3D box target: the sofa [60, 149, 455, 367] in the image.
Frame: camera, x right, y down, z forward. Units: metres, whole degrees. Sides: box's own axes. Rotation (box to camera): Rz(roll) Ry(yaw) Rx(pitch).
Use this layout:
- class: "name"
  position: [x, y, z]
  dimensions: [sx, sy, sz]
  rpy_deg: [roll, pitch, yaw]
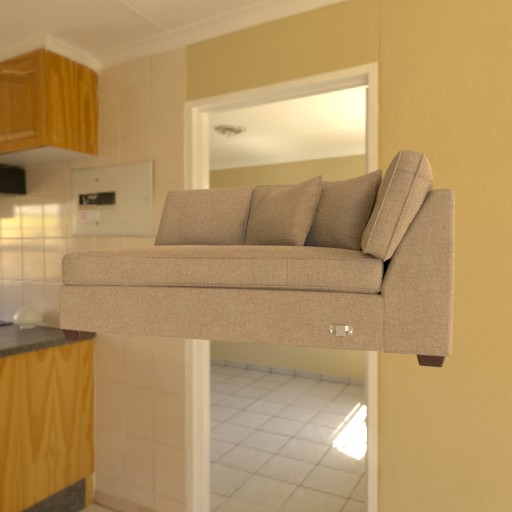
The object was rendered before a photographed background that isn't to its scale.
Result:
- class: "sofa"
  position: [0.000, 0.000, 2.835]
  dimensions: [2.238, 1.019, 1.110]
  rpy_deg: [0, 1, 19]
